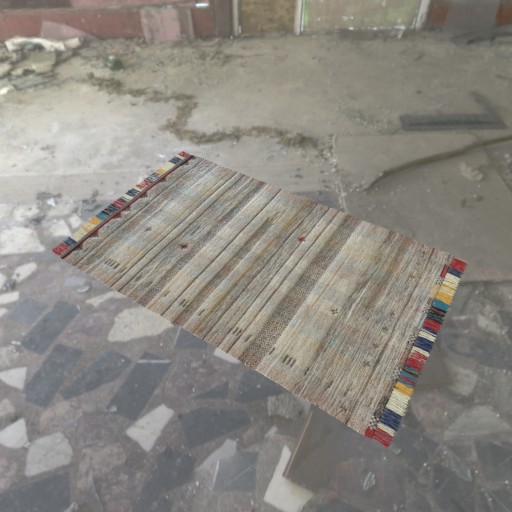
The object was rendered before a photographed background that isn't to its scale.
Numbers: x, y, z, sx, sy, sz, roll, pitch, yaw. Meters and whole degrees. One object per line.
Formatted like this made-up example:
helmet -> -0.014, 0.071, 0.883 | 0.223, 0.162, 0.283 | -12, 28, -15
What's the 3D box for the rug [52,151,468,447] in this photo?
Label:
rug -> 0.000, 0.000, 2.995 | 2.465, 0.012, 1.465 | 25, 51, 22
